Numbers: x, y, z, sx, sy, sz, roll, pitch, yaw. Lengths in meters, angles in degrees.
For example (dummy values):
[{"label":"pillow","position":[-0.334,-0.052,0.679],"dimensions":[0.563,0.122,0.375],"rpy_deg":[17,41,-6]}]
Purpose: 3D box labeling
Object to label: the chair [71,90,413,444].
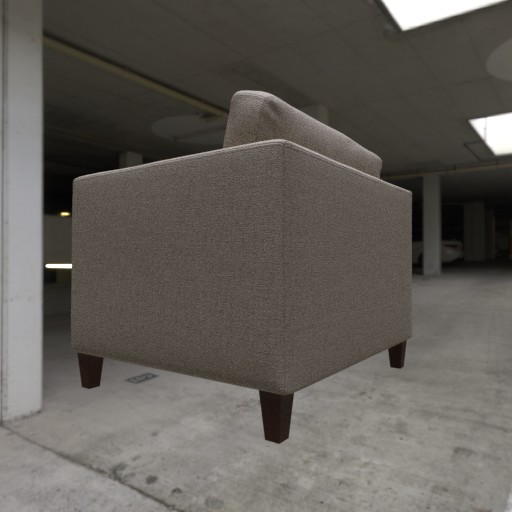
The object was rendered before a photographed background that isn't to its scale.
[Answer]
[{"label":"chair","position":[0.000,0.000,1.787],"dimensions":[0.959,0.961,1.107],"rpy_deg":[0,-1,36]}]
